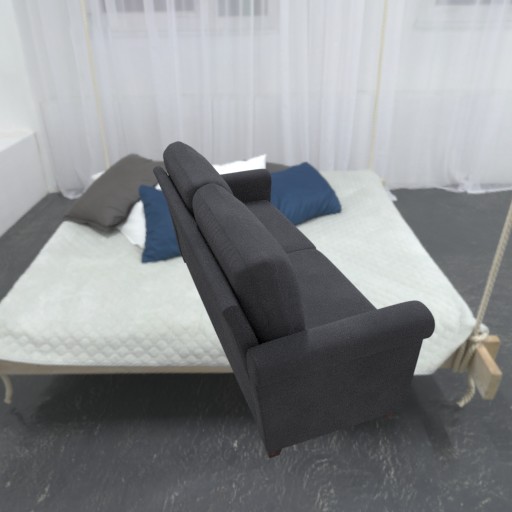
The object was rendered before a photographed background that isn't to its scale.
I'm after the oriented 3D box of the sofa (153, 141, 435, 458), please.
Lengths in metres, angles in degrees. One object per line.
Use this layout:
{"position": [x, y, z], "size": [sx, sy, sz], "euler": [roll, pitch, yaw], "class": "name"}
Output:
{"position": [0.000, 0.000, 2.495], "size": [0.842, 0.942, 1.935], "euler": [-10, 32, -17], "class": "sofa"}
